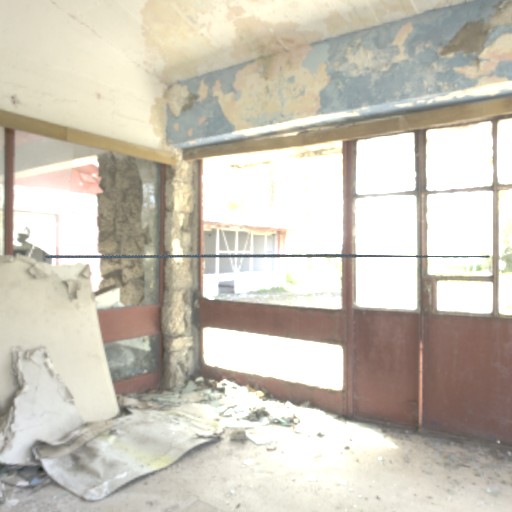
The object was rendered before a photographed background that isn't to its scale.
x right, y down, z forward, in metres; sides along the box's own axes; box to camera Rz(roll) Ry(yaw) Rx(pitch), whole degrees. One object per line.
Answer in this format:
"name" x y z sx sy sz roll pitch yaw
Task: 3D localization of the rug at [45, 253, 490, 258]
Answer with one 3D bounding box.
"rug" 0.000 0.000 2.183 1.777 0.021 1.145 0 0 -20
